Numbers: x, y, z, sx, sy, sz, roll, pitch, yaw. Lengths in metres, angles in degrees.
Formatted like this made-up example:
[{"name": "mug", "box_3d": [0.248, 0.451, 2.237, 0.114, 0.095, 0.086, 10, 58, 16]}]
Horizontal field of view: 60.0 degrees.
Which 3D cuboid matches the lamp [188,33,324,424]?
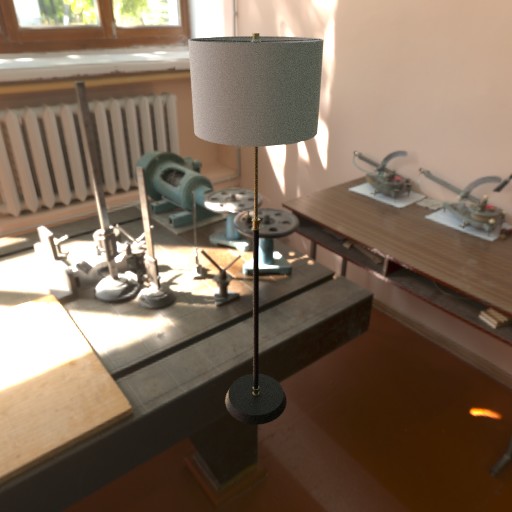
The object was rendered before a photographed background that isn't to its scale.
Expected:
[{"name": "lamp", "box_3d": [0.000, 0.000, 1.688, 0.404, 1.517, 0.404, -2, 29, -3]}]
